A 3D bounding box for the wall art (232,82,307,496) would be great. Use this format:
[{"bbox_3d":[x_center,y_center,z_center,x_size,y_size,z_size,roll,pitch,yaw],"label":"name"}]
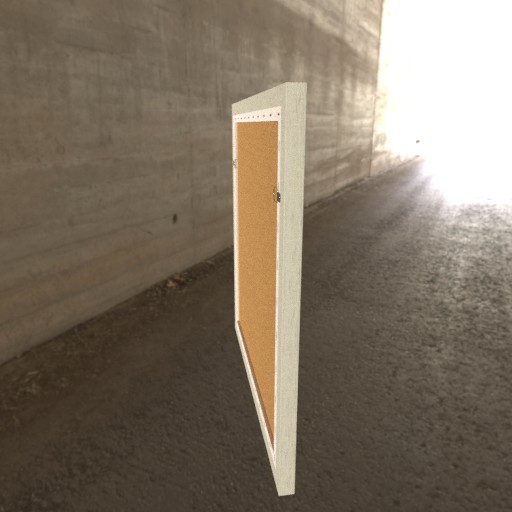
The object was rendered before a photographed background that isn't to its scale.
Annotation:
[{"bbox_3d":[0.000,0.000,1.504,0.045,1.016,1.016,-3,17,-9],"label":"wall art"}]
